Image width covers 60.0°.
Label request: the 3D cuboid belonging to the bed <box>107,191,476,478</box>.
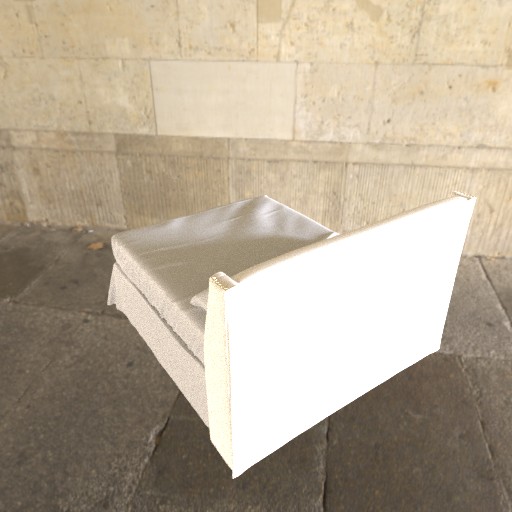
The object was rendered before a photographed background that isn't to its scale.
[{"bbox_3d":[0.000,0.000,3.489,1.925,1.332,2.276,-19,34,-30],"label":"bed"}]
